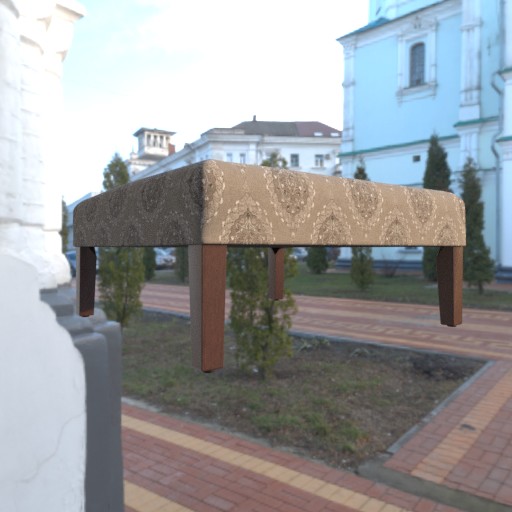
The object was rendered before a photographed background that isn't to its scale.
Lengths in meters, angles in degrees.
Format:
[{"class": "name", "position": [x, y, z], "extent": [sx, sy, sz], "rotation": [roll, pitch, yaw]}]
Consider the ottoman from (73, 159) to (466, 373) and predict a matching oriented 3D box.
[{"class": "ottoman", "position": [0.000, 0.000, 1.395], "extent": [0.889, 0.411, 0.890], "rotation": [-1, 1, -36]}]
